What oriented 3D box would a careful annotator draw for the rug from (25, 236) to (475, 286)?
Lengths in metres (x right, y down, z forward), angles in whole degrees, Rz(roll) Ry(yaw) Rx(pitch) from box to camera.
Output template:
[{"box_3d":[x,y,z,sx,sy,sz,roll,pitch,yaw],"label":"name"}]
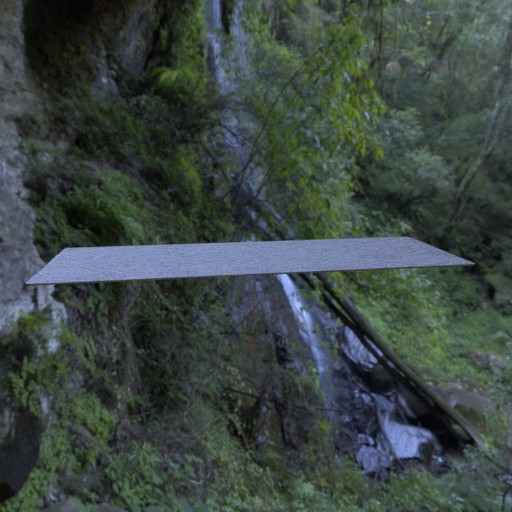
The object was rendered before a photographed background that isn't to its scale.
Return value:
[{"box_3d":[0.000,0.000,2.735,2.436,0.013,0.807,-2,14,-9],"label":"rug"}]
